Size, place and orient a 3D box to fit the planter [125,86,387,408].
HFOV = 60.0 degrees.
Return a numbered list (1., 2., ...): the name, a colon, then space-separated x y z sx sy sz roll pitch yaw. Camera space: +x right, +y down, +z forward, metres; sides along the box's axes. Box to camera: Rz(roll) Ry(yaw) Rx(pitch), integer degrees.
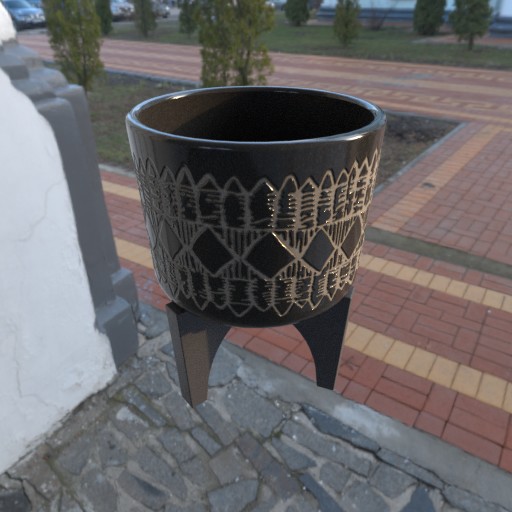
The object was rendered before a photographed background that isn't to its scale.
1. planter: 0.000 0.000 0.407 0.196 0.264 0.196 -22 37 -33
